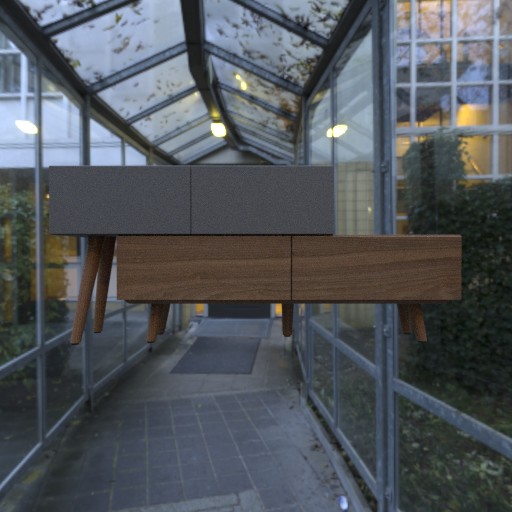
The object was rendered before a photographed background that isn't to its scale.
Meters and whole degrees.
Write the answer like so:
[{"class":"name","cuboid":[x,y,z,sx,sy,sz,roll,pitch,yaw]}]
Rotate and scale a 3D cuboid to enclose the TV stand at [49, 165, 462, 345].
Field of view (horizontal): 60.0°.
[{"class":"TV stand","cuboid":[0.000,0.000,1.592,1.336,0.591,0.329,0,1,0]}]
